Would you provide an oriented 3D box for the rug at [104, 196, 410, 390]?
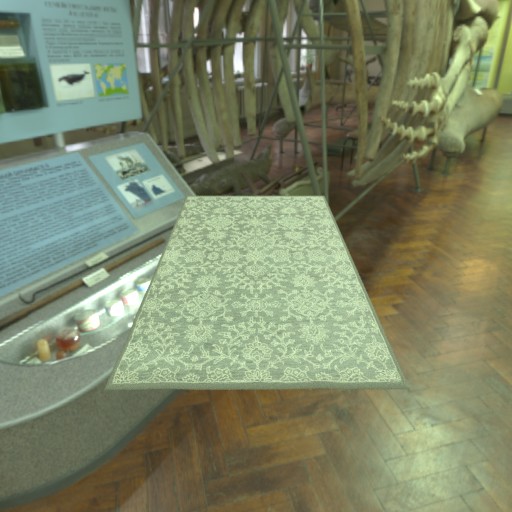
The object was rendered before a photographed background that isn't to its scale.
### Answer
[{"bbox_3d":[0.000,0.000,3.609,1.546,0.011,3.048,0,26,0],"label":"rug"}]
